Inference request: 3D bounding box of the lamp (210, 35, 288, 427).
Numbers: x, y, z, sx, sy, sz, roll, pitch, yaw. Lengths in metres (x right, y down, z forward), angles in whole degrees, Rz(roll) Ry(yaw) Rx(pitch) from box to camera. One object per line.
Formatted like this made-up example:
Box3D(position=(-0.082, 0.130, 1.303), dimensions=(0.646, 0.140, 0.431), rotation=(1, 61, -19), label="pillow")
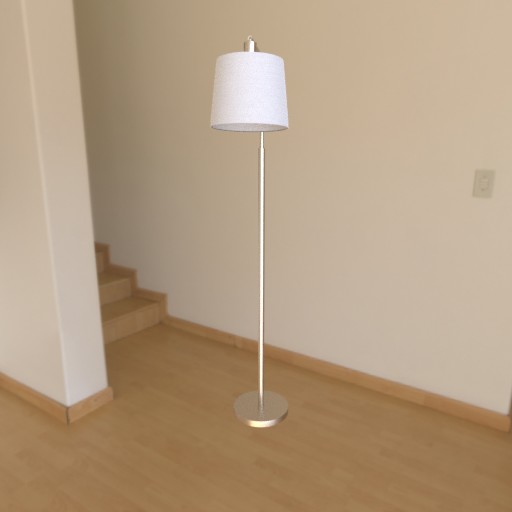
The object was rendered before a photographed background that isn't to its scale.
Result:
Box3D(position=(0.000, 0.000, 1.673), dimensions=(0.254, 1.478, 0.508), rotation=(2, 14, 9), label="lamp")
